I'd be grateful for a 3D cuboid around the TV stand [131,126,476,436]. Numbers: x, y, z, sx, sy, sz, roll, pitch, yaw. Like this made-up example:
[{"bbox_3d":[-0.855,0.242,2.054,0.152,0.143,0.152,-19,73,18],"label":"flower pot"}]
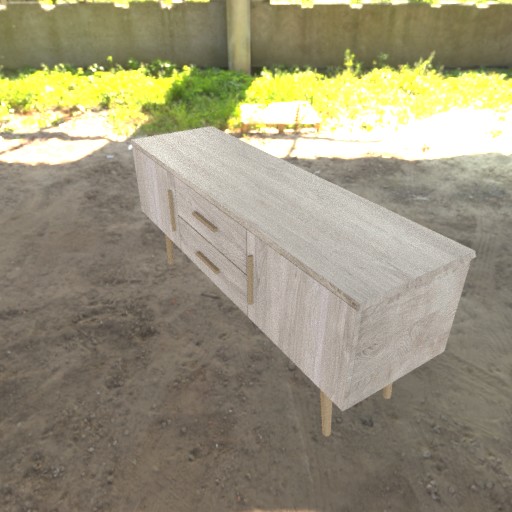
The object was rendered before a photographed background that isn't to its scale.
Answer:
[{"bbox_3d":[0.000,0.000,1.570,0.401,0.565,1.313,-19,36,-28],"label":"TV stand"}]
